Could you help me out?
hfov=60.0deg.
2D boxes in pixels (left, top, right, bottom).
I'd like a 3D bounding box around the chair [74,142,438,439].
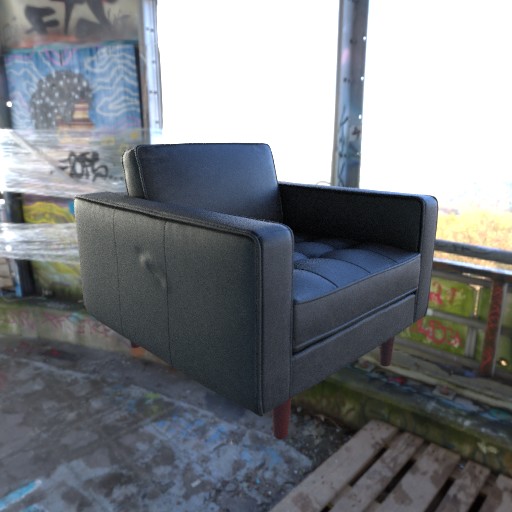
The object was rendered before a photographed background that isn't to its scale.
[{"bbox_3d":[0.000,0.000,1.538,0.889,0.763,0.914,-14,21,-43],"label":"chair"}]
